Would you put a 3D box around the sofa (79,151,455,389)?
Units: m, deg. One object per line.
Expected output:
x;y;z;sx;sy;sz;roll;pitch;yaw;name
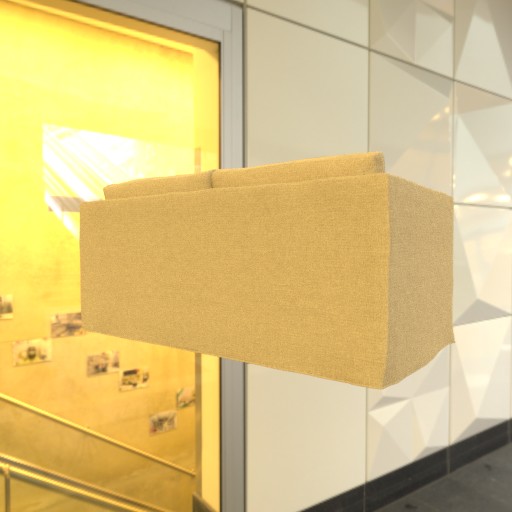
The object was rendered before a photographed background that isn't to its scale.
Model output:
0.000;0.000;2.302;1.766;0.828;0.956;1;2;36;sofa
